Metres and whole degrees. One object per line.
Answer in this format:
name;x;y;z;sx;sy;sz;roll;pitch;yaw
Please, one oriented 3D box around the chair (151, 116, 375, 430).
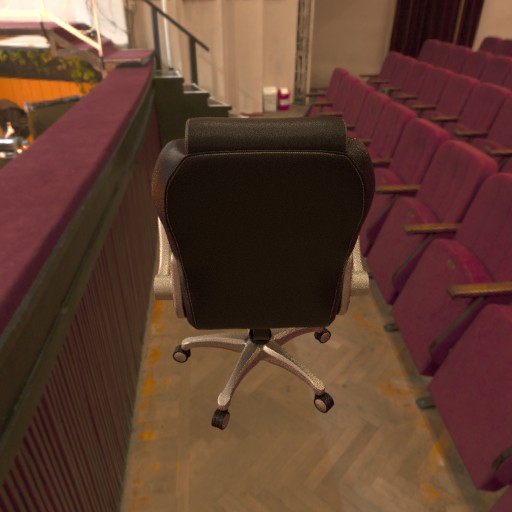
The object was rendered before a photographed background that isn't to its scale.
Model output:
chair;0.000;0.000;1.624;0.724;1.141;0.801;-1;30;-2
